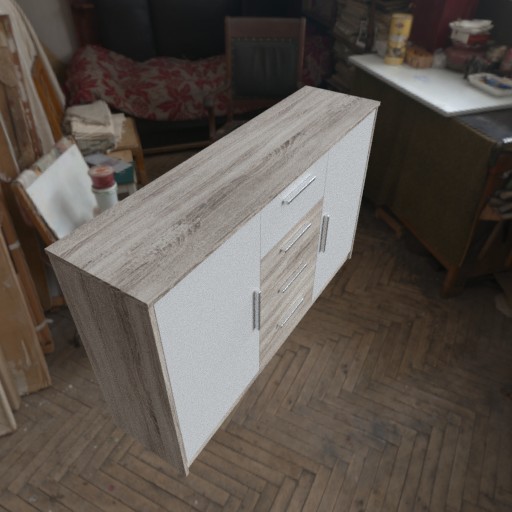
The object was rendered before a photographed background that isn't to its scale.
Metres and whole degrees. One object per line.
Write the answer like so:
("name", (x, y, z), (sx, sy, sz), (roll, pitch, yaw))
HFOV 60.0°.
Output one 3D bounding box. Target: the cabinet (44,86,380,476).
("cabinet", (0.000, 0.000, 1.835), (0.380, 0.900, 1.450), (23, 45, 25))
